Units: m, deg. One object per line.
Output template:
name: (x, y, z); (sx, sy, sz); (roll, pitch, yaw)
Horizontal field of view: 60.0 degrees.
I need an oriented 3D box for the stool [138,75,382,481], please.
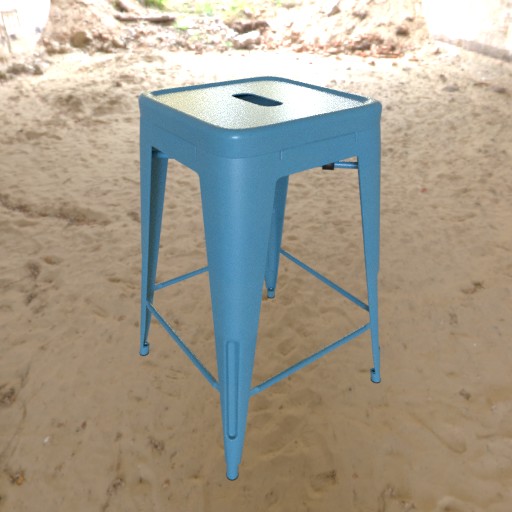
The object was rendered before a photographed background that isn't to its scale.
stool: (0.000, 0.000, 0.879); (0.410, 0.608, 0.410); (-21, 37, -30)
